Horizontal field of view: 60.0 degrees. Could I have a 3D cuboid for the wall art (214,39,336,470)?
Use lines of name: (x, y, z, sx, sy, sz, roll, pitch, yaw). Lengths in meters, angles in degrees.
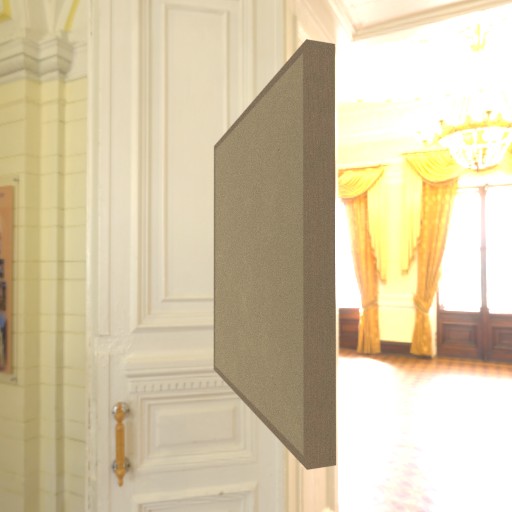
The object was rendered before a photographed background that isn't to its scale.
wall art: (0.000, 0.000, 0.769, 0.038, 0.506, 0.508, 0, -1, -18)
